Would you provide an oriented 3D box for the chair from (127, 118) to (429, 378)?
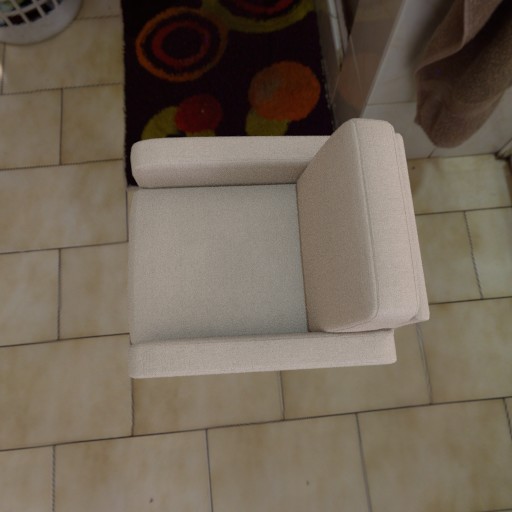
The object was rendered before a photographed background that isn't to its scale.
[{"bbox_3d":[0.000,0.000,1.490,0.888,0.827,0.755,-3,76,-1],"label":"chair"}]
